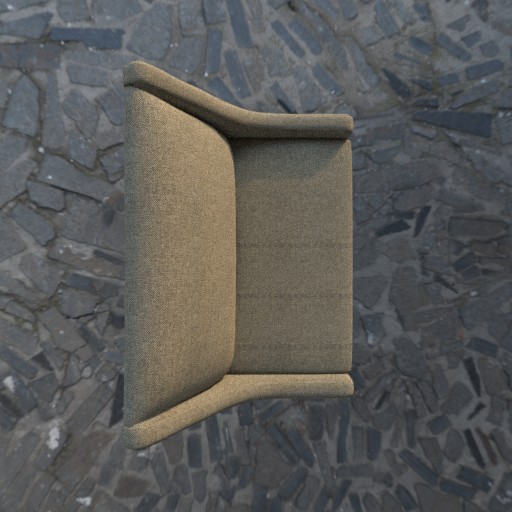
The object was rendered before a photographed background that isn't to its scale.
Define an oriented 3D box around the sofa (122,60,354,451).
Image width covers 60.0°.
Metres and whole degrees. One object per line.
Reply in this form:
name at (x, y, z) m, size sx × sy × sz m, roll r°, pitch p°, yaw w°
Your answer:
sofa at (0.000, 0.000, 1.879) m, size 0.870 × 1.021 × 1.242 m, roll 0°, pitch 90°, yaw -1°
